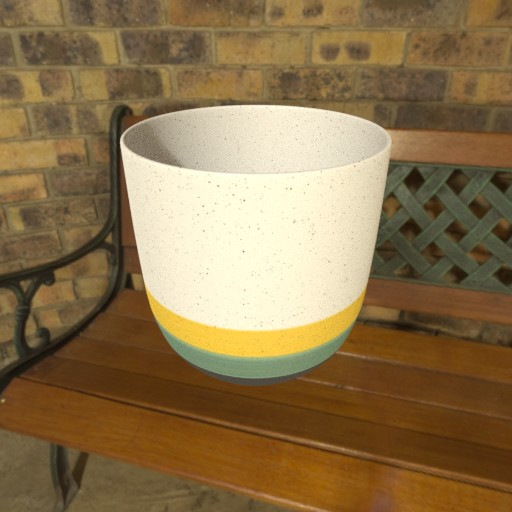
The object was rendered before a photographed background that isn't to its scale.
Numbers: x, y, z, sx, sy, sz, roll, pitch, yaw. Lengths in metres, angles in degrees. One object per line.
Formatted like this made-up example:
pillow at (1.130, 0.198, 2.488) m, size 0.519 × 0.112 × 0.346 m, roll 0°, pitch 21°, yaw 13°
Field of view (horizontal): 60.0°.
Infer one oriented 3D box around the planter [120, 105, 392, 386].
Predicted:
planter at (0.000, 0.000, 0.381) m, size 0.195 × 0.214 × 0.195 m, roll 0°, pitch 30°, yaw 0°
